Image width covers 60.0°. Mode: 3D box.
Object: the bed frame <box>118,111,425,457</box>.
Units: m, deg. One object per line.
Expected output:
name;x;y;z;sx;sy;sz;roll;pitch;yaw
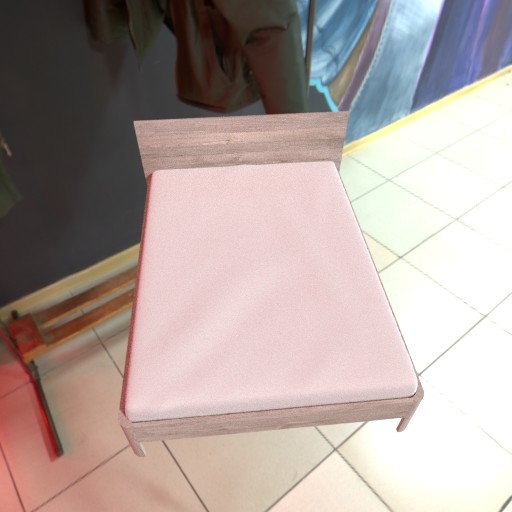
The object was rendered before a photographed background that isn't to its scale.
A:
bed frame;0.000;0.000;2.683;1.490;0.800;1.950;-4;46;-4
